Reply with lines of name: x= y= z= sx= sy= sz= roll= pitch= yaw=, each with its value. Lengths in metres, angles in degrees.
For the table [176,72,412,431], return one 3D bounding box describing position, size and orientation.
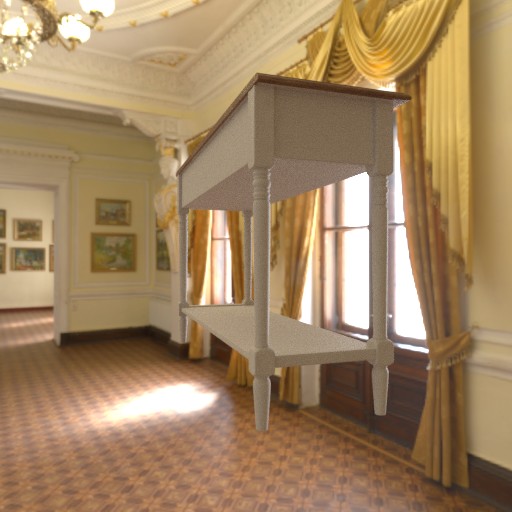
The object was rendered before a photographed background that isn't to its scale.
table: x=0.000 y=0.000 z=1.601 sx=0.399 sy=0.800 sz=1.219 roll=0 pitch=0 yaw=-19
